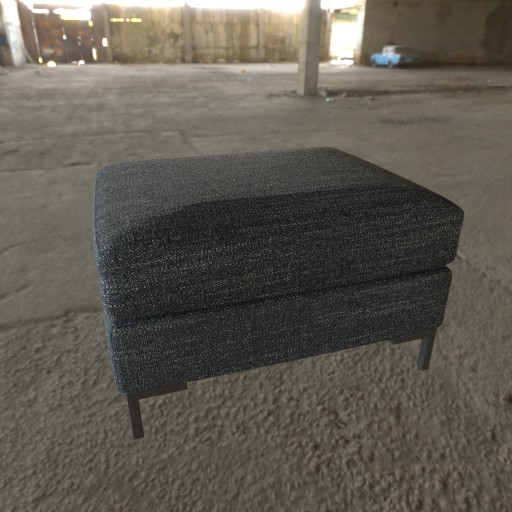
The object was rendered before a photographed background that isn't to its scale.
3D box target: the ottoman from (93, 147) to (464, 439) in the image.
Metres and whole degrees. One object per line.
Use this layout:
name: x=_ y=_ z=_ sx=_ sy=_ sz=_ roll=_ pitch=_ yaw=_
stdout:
ottoman: x=0.000 y=0.000 z=1.233 sx=0.814 sy=0.491 sz=0.667 roll=-8 pitch=27 yaw=-16
